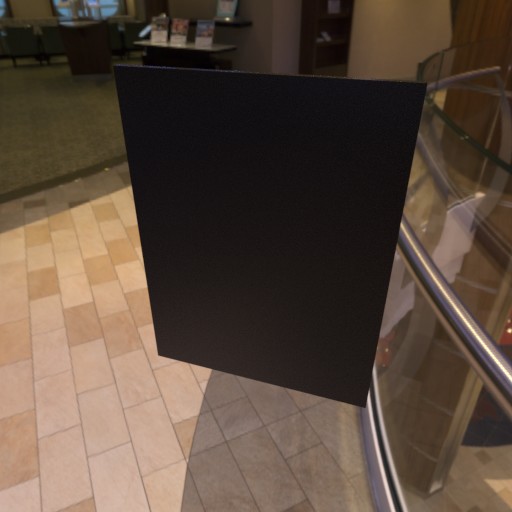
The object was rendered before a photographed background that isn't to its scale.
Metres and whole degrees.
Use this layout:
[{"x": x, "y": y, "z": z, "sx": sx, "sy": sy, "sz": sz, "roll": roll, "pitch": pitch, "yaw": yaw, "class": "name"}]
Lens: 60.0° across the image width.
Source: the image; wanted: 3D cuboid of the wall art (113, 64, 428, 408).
[{"x": 0.000, "y": 0.000, "z": 0.753, "sx": 0.442, "sy": 0.582, "sz": 0.013, "roll": 10, "pitch": 33, "yaw": 16, "class": "wall art"}]
